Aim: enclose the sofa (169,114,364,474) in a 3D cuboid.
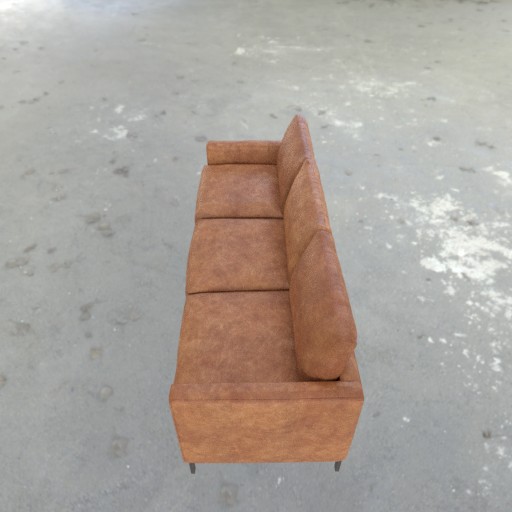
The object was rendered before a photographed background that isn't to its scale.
[{"bbox_3d":[0.000,0.000,2.431,0.748,0.863,2.029,-1,41,-1],"label":"sofa"}]
